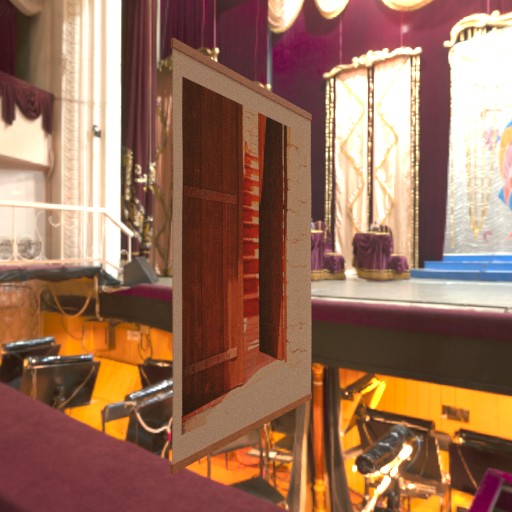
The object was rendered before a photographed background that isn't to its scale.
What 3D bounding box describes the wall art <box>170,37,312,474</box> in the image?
[{"bbox_3d":[0.000,0.000,1.965,0.019,1.527,1.019,0,0,35],"label":"wall art"}]
